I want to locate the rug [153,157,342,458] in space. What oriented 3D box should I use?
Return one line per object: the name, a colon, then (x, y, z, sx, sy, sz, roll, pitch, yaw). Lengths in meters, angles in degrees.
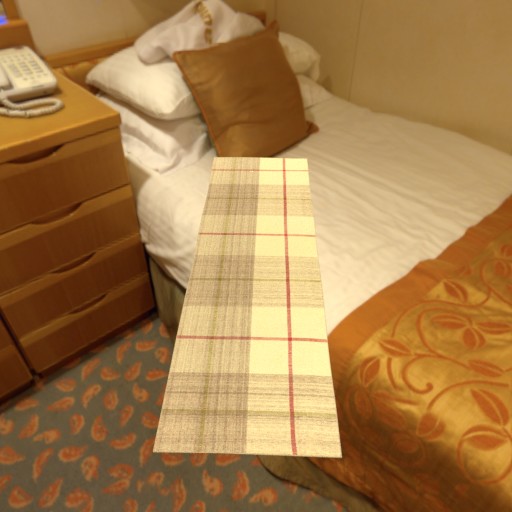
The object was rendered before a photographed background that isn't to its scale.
rug: (0.000, 0.000, 2.704, 0.762, 0.013, 2.439, 1, 41, 1)
